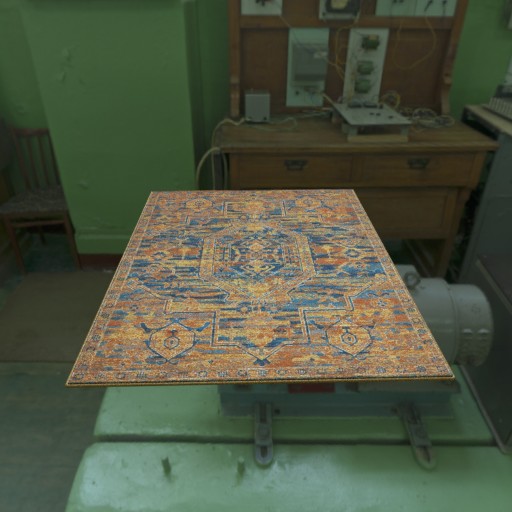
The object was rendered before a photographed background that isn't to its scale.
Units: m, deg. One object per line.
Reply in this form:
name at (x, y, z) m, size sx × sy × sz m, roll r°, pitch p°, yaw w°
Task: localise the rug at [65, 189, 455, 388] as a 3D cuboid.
rug at (0.000, 0.000, 4.049) m, size 2.435 × 0.031 × 3.040 m, roll -1°, pitch 31°, yaw -1°
